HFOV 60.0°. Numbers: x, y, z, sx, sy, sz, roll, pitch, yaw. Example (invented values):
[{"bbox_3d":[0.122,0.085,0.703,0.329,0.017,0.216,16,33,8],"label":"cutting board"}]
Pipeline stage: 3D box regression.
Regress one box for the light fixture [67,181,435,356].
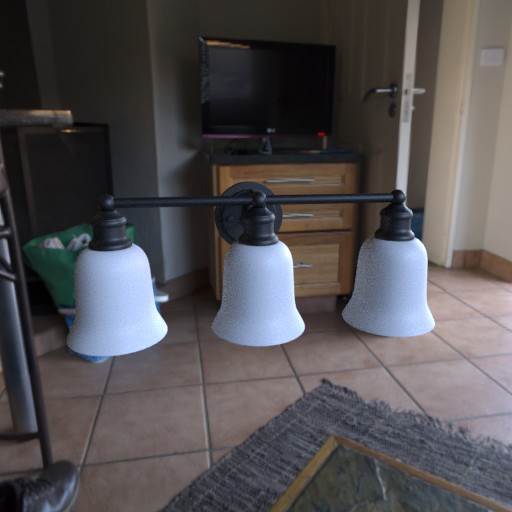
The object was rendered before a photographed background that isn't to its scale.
[{"bbox_3d":[0.000,0.000,0.692,0.570,0.211,0.198,-2,16,-8],"label":"light fixture"}]
